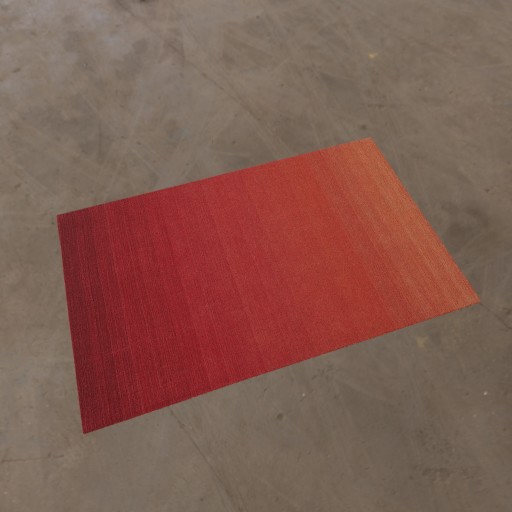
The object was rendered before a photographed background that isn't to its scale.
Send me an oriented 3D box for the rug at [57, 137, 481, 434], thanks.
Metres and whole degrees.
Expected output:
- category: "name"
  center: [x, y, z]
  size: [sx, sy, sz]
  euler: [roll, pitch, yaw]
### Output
- category: "rug"
  center: [0.000, 0.000, 2.930]
  size: [2.442, 0.010, 1.531]
  euler: [-16, 59, -10]
